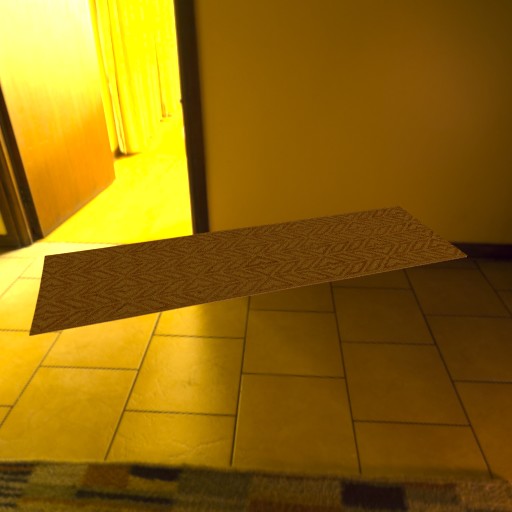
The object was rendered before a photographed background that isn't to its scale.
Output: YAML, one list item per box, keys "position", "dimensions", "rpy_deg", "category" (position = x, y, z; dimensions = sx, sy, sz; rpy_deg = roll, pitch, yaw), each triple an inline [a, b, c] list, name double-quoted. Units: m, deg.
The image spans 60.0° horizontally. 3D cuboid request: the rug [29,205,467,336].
- position: [0.000, 0.000, 2.669]
  dimensions: [2.435, 0.009, 0.750]
  rpy_deg: [-9, 32, -14]
  category: "rug"
